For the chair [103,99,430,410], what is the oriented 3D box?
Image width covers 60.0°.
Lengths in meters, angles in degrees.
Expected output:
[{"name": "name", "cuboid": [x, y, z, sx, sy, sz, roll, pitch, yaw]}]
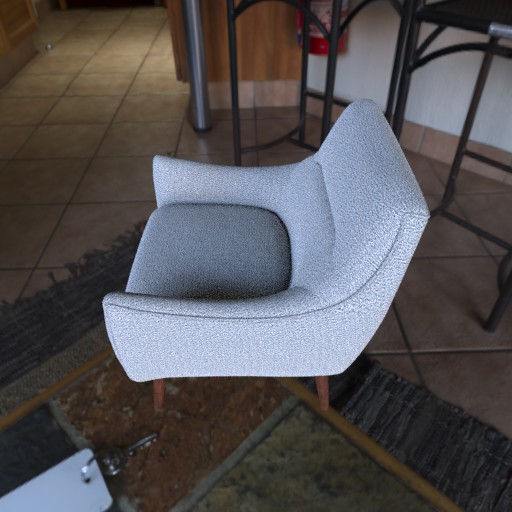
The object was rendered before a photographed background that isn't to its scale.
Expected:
[{"name": "chair", "cuboid": [0.000, 0.000, 1.435, 0.787, 0.838, 0.762, 0, 41, 0]}]
